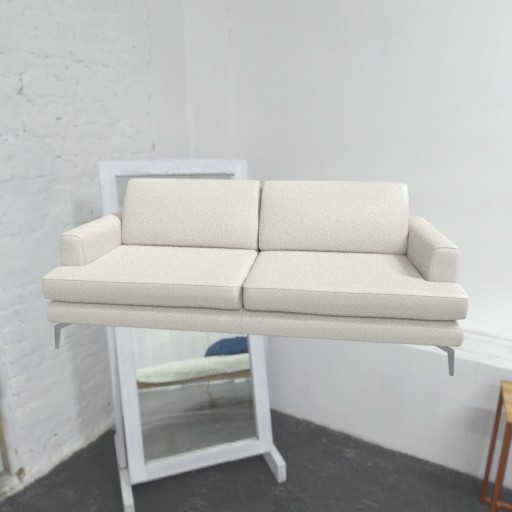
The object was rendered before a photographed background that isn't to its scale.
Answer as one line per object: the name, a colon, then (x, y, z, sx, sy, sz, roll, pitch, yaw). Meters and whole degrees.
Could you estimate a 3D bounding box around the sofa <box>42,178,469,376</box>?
sofa: (0.000, 0.000, 2.411, 1.940, 0.765, 0.974, 2, 16, 8)
